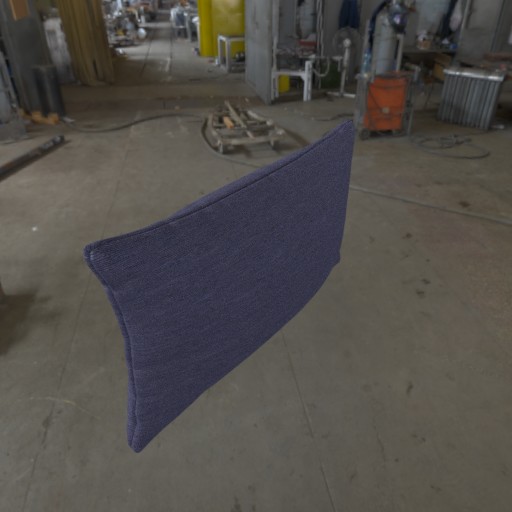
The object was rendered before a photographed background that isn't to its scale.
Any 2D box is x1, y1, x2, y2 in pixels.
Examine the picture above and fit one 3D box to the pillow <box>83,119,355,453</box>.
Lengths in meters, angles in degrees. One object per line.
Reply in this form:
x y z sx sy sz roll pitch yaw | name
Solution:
0.000 0.000 0.767 0.210 0.338 0.633 21 38 30 | pillow
